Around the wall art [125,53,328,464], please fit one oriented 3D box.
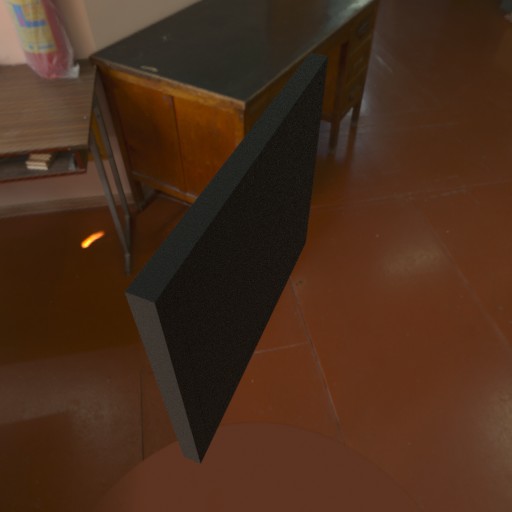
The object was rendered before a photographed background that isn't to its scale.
[{"bbox_3d":[0.000,0.000,0.543,0.024,0.329,0.404,17,50,15],"label":"wall art"}]
